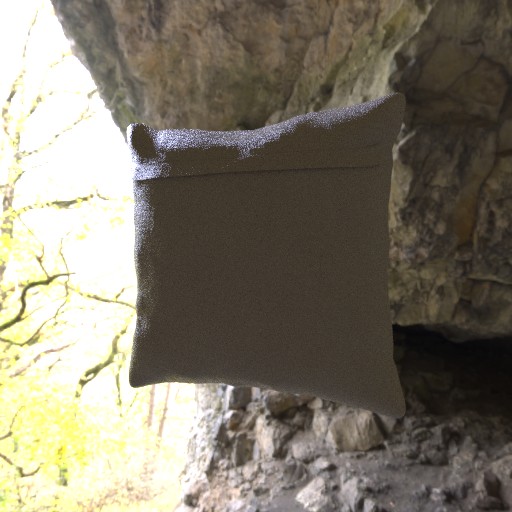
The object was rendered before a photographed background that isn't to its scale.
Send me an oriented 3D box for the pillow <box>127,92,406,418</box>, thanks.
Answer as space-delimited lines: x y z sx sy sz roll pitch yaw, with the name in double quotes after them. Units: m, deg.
0.000 0.000 0.751 0.484 0.490 0.234 0 1 19 "pillow"
